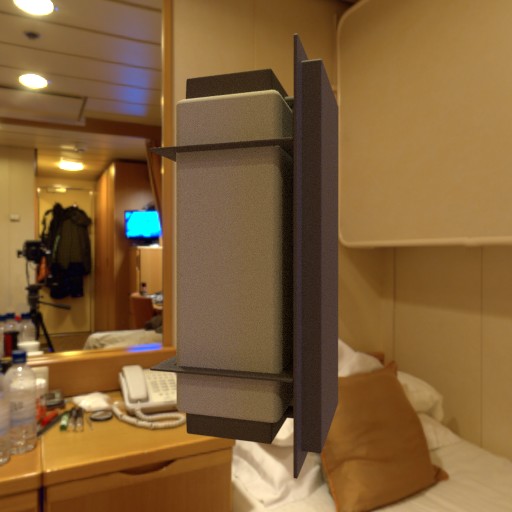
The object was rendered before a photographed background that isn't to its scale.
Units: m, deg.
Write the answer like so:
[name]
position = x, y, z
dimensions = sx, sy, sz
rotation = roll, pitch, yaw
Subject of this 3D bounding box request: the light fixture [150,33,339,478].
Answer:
[light fixture]
position = 0.000, 0.000, 0.432
dimensions = 0.146, 0.347, 0.153
rotation = 0, 0, 17
